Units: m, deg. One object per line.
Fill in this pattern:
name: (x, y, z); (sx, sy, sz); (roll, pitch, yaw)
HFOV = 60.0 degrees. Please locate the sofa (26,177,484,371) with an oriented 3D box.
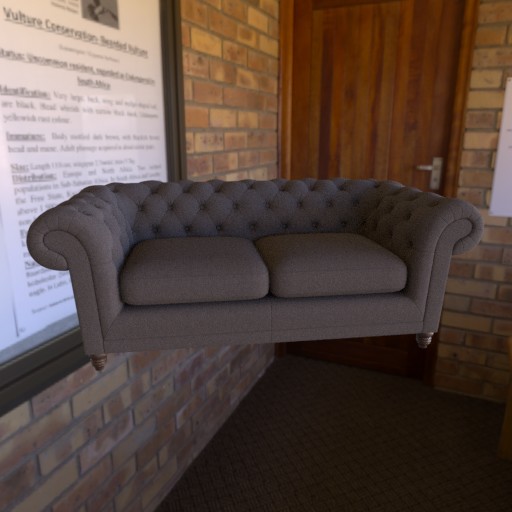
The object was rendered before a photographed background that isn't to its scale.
sofa: (0.000, 0.000, 2.410); (1.998, 0.764, 0.986); (-2, 15, -8)
